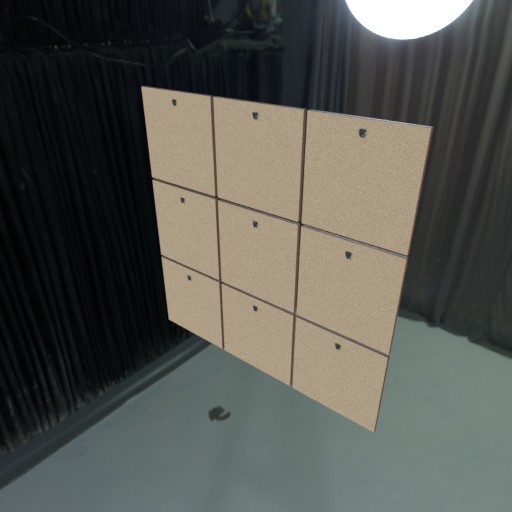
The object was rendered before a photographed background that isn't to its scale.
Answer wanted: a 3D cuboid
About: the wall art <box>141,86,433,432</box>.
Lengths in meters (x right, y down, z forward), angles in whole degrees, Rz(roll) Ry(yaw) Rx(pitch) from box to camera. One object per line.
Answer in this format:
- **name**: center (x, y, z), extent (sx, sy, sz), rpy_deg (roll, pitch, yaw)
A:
- **wall art**: center (0.000, 0.000, 1.361), extent (0.906, 0.904, 0.018), rpy_deg (21, 35, 33)
